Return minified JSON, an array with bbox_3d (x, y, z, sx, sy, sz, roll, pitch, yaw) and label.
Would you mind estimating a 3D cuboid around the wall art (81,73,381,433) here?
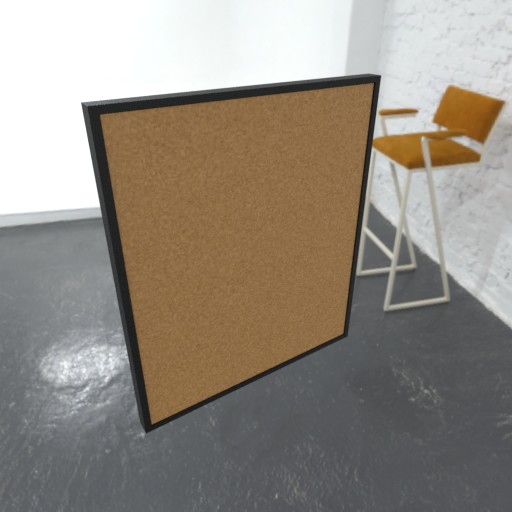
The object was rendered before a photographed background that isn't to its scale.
[{"bbox_3d":[0.000,0.000,0.528,0.330,0.381,0.019,-18,34,-29],"label":"wall art"}]
